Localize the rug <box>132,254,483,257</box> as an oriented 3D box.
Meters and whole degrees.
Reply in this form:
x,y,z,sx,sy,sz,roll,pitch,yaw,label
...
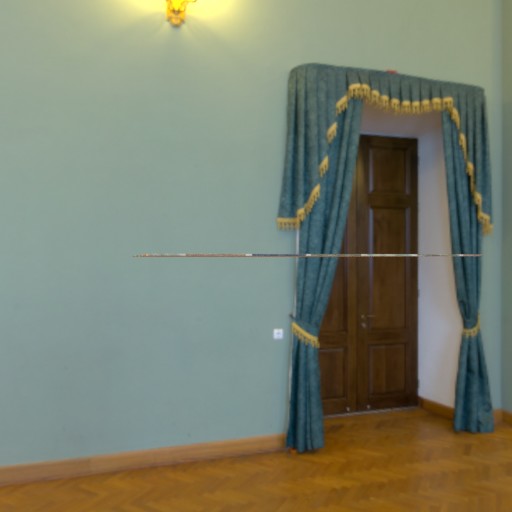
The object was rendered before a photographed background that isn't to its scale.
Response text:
x,y,z,sx,sy,sz,roll,pitch,yaw,label
0.000,0.000,2.355,1.216,0.006,1.828,0,0,-17,rug
